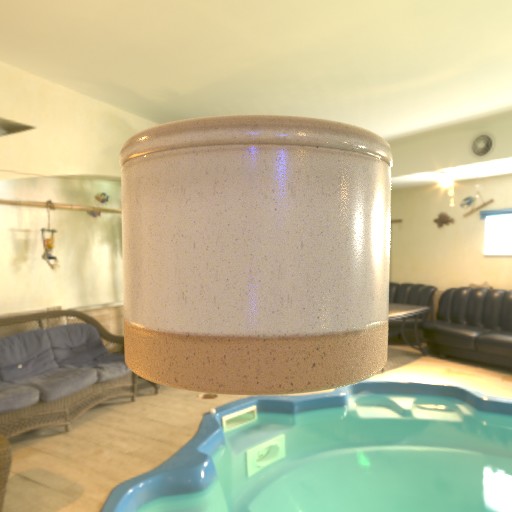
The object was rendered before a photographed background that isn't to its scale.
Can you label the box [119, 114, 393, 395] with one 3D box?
[{"bbox_3d":[0.000,0.000,0.262,0.154,0.123,0.154,0,1,0],"label":"box"}]
